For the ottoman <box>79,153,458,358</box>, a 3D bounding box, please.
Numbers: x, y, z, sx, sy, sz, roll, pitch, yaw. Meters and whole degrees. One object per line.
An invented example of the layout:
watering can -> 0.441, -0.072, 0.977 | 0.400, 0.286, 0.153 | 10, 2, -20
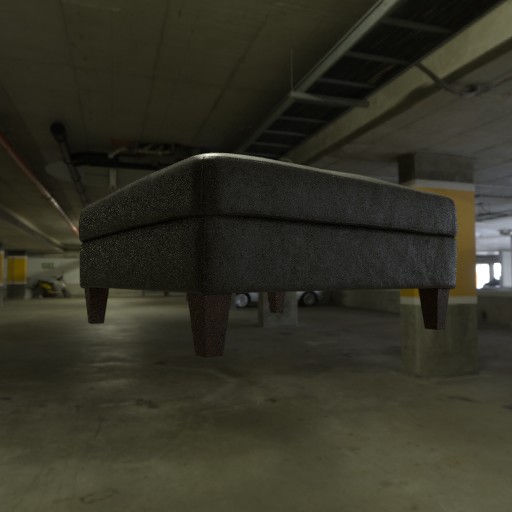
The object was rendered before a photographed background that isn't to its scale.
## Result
ottoman -> 0.000, 0.000, 1.324 | 0.844, 0.415, 0.836 | 2, -3, -36
